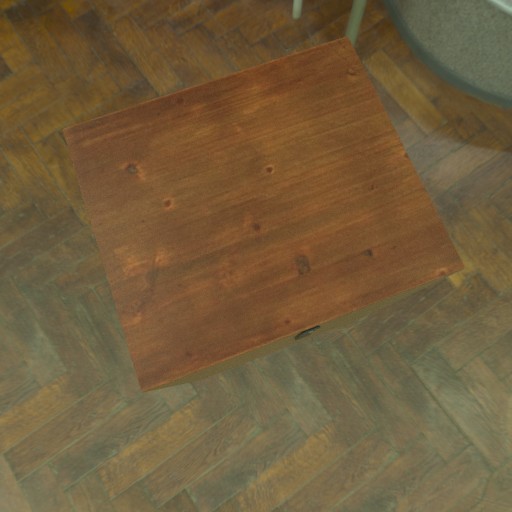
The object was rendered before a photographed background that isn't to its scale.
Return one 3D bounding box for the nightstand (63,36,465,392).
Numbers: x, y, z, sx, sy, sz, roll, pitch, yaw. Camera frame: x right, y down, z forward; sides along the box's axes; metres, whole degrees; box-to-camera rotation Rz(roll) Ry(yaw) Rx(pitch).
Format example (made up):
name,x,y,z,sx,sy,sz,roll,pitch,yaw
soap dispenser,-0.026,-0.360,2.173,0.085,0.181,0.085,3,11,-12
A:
name,x,y,z,sx,sy,sz,roll,pitch,yaw
nightstand,0.000,0.000,0.970,0.465,0.695,0.410,-20,77,-5
